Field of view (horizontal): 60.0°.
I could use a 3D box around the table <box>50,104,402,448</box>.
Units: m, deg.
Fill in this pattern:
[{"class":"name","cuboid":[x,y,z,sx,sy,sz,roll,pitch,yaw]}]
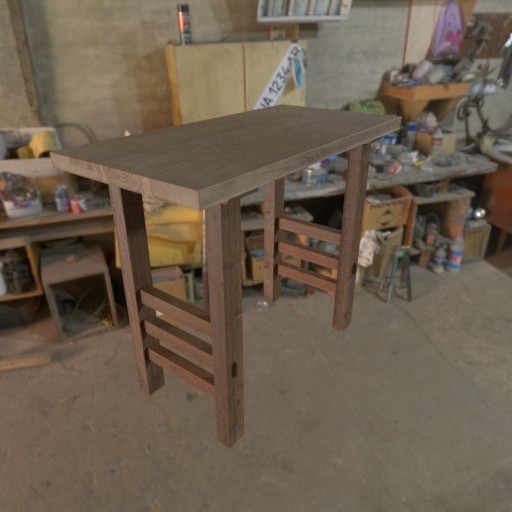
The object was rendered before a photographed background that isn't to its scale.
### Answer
[{"class":"table","cuboid":[0.000,0.000,1.654,0.556,0.914,1.119,19,32,33]}]
